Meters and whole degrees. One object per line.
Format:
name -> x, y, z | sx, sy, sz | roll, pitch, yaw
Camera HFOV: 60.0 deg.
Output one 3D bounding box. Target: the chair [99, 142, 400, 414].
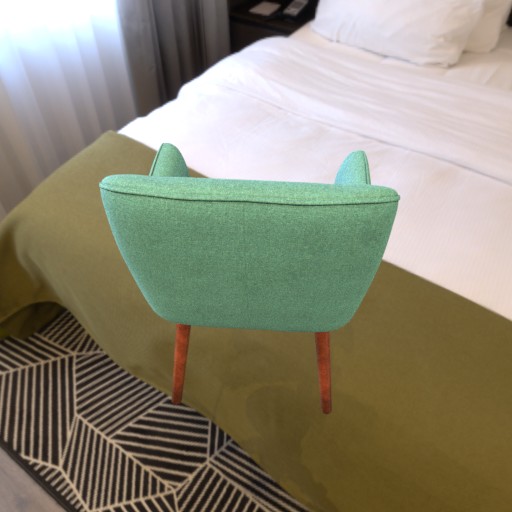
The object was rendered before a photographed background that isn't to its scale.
chair -> 0.000, 0.000, 1.106 | 0.543, 0.803, 0.519 | 3, 47, 3
